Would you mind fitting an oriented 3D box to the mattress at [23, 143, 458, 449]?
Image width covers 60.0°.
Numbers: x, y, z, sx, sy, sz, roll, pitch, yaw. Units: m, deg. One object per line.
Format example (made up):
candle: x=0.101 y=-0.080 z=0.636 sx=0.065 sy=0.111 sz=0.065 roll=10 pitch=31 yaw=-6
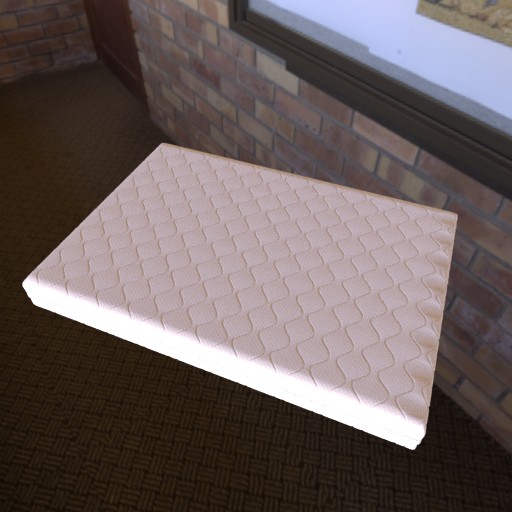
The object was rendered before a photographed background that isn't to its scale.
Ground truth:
mattress: x=0.000 y=0.000 z=2.471 sx=2.000 sy=0.200 sz=1.400 roll=17 pitch=49 yaw=15
